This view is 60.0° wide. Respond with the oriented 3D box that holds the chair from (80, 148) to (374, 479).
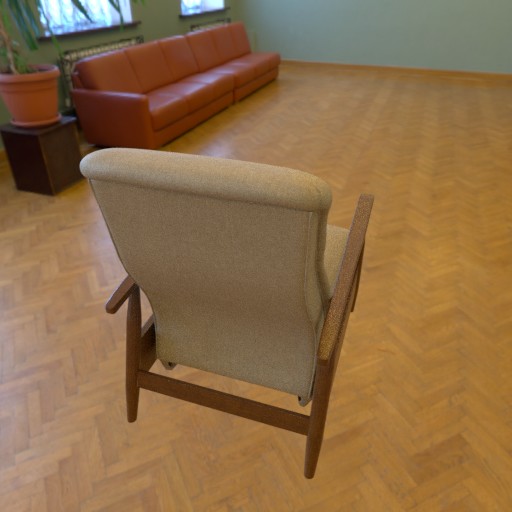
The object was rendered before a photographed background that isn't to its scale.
[{"bbox_3d":[0.000,0.000,1.703,0.762,1.082,1.030,10,34,16],"label":"chair"}]
